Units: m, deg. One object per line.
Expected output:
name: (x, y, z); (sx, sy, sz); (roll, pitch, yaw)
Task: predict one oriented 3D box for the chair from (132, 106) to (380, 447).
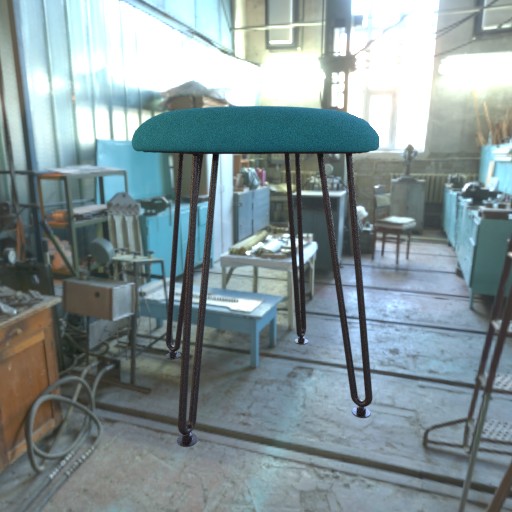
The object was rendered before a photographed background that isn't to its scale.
chair: (0.000, 0.000, 0.688); (0.350, 0.430, 0.350); (-7, 15, -26)
